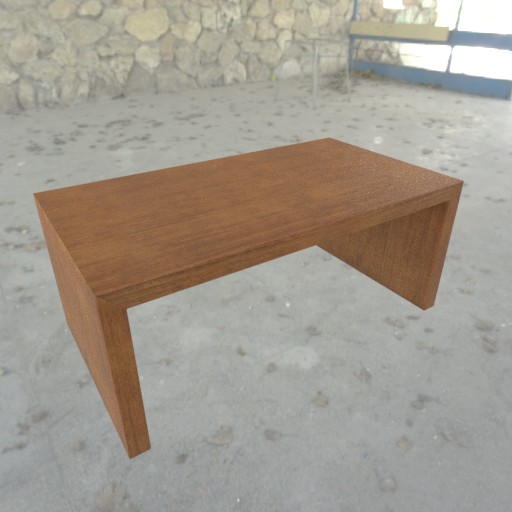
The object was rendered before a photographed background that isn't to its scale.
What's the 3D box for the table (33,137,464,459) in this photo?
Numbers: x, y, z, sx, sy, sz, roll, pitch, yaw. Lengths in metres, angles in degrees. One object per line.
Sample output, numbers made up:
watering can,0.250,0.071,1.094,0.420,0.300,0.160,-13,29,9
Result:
table,0.000,0.000,1.272,1.000,0.419,0.549,-18,34,-29
